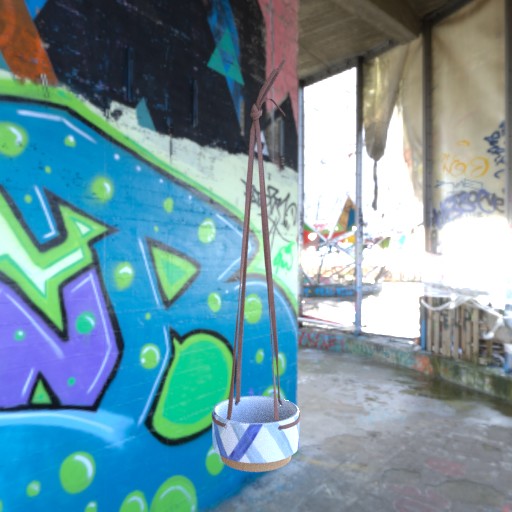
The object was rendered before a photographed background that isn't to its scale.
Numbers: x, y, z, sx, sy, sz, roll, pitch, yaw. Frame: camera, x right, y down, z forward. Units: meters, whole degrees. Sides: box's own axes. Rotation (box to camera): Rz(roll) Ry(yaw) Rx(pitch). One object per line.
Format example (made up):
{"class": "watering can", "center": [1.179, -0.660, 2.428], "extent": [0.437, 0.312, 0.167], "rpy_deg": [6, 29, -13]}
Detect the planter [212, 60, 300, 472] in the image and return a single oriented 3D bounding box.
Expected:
{"class": "planter", "center": [0.000, 0.000, 0.839], "extent": [0.166, 0.751, 0.166], "rpy_deg": [0, -1, 36]}
